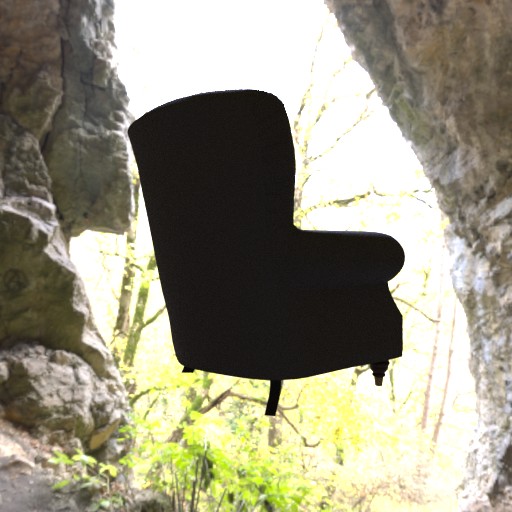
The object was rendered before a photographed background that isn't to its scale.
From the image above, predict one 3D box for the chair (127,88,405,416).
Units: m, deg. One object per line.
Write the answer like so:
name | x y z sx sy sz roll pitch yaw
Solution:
chair | 0.000 0.000 1.813 0.983 1.046 0.983 -1 2 -36
